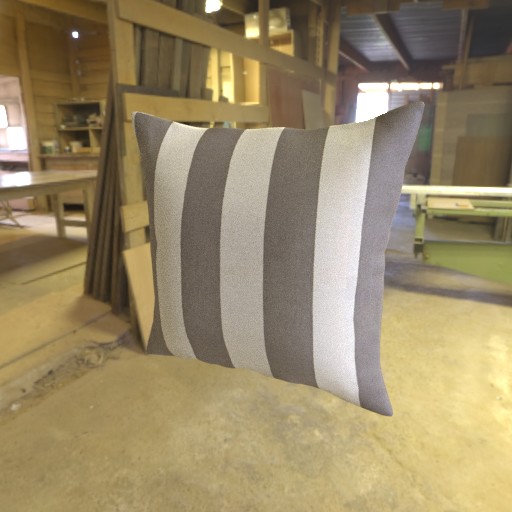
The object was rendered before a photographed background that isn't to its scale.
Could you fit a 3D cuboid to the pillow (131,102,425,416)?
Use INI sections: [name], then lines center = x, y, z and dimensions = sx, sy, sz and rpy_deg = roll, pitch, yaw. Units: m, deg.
[pillow]
center = 0.000, 0.000, 0.793
dimensions = 0.522, 0.507, 0.192
rpy_deg = 7, 17, 24
